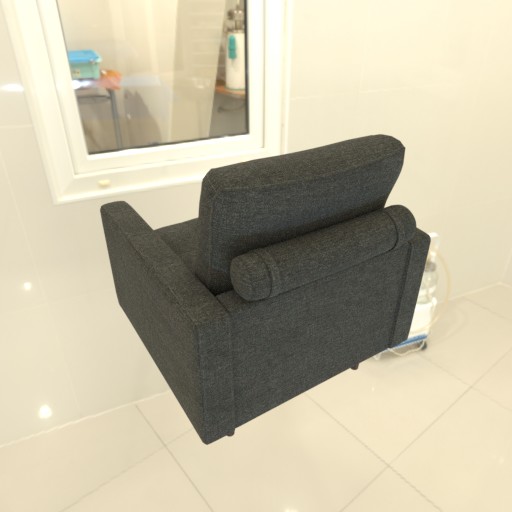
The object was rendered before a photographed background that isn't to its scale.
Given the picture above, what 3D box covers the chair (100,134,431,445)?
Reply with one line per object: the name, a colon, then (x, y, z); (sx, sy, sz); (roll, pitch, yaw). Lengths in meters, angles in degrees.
chair: (0.000, 0.000, 1.525); (0.821, 0.880, 0.843); (-18, 36, -27)
